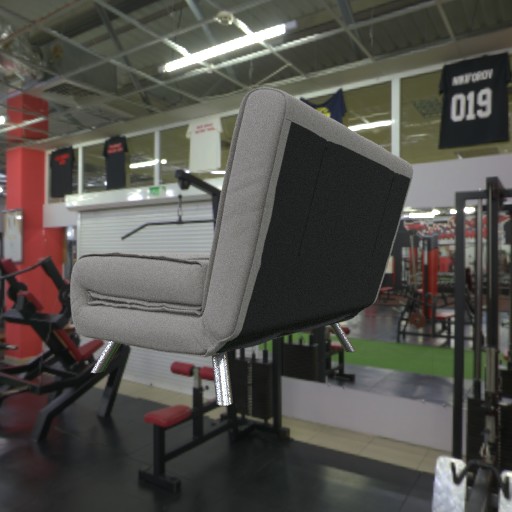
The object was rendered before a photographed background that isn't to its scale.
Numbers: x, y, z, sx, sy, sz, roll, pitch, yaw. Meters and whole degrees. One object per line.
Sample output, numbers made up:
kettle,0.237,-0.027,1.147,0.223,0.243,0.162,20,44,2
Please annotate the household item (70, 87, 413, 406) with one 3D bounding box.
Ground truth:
household item,0.000,0.000,1.646,0.874,0.800,1.000,0,0,36
